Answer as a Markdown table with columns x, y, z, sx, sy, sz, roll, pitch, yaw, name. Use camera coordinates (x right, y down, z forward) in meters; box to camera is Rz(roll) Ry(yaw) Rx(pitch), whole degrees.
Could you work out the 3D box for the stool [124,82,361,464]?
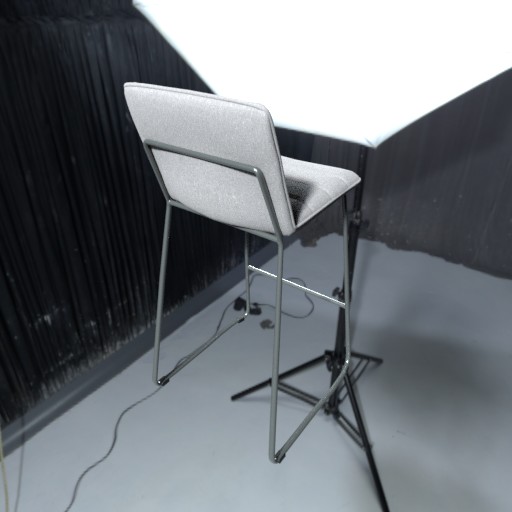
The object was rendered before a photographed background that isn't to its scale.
| x | y | z | sx | sy | sz | roll | pitch | yaw | name |
| --- | --- | --- | --- | --- | --- | --- | --- | --- | --- |
| 0.000 | 0.000 | 1.253 | 0.490 | 0.960 | 0.490 | 21 | 37 | 31 | stool |
